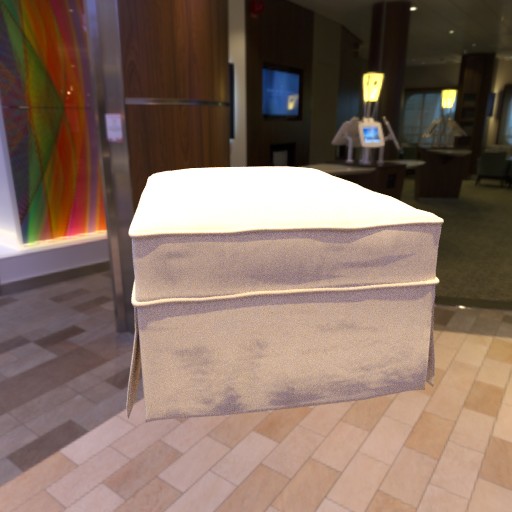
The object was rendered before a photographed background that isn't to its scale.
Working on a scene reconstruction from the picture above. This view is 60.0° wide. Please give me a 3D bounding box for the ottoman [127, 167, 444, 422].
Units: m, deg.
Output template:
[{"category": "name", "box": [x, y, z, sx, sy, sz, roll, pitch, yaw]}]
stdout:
[{"category": "ottoman", "box": [0.000, 0.000, 1.330, 0.703, 0.479, 0.944, -3, 18, -10]}]
